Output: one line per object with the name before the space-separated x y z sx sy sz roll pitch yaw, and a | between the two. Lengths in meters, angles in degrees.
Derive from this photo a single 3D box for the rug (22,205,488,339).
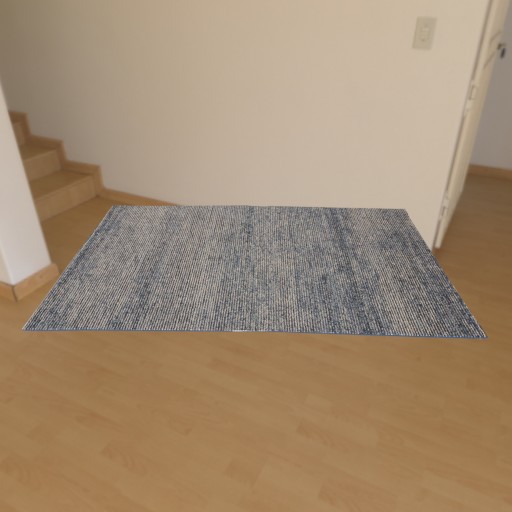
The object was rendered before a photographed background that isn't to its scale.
rug | 0.000 0.000 2.194 1.793 0.025 1.159 1 31 1
